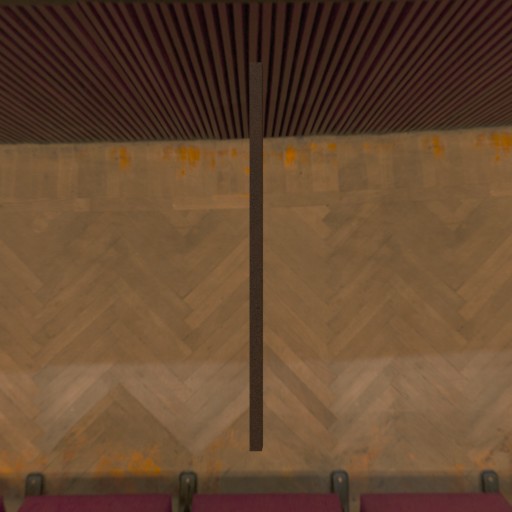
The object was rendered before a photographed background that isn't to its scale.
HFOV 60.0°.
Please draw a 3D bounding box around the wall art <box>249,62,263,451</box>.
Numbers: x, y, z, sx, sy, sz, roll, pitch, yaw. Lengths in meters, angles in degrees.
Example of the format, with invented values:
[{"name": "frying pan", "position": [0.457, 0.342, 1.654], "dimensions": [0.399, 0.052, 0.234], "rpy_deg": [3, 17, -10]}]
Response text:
[{"name": "wall art", "position": [0.000, 0.000, 0.663], "dimensions": [0.013, 0.508, 0.359], "rpy_deg": [0, 90, 0]}]
